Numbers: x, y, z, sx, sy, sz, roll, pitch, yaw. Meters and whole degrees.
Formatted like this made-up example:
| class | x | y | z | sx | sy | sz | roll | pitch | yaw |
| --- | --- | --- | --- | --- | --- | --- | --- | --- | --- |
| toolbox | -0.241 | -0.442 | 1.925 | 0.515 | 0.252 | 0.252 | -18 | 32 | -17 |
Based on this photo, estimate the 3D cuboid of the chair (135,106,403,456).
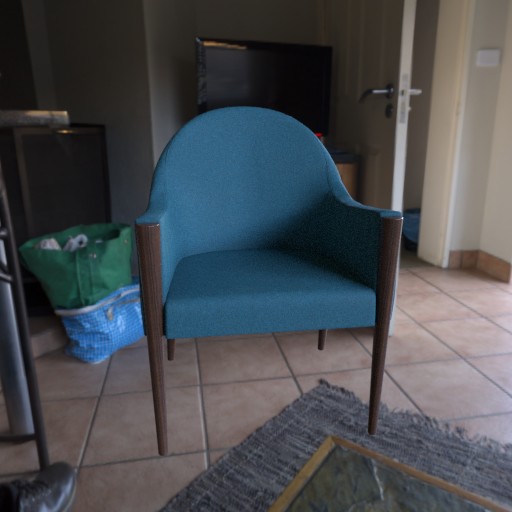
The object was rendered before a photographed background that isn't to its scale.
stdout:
| class | x | y | z | sx | sy | sz | roll | pitch | yaw |
| --- | --- | --- | --- | --- | --- | --- | --- | --- | --- |
| chair | 0.000 | 0.000 | 1.364 | 0.656 | 0.907 | 0.652 | -2 | 16 | -8 |
